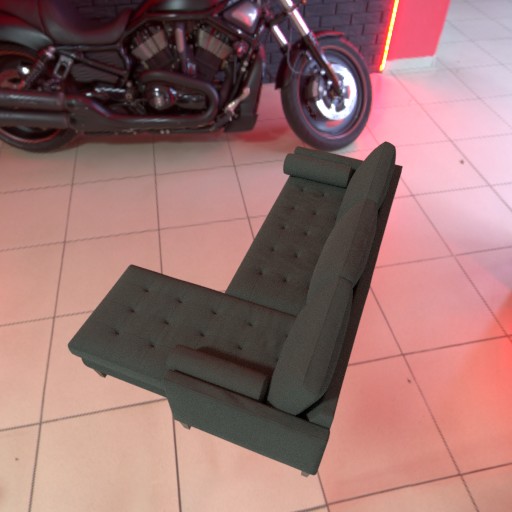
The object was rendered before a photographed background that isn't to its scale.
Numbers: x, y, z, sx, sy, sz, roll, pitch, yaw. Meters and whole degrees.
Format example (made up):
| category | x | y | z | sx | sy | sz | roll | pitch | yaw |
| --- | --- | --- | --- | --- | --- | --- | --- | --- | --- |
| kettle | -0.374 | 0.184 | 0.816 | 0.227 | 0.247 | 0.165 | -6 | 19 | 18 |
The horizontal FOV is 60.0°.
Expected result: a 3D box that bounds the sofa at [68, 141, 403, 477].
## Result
| category | x | y | z | sx | sy | sz | roll | pitch | yaw |
| --- | --- | --- | --- | --- | --- | --- | --- | --- | --- |
| sofa | 0.000 | 0.000 | 2.923 | 1.506 | 0.876 | 2.178 | 16 | 49 | 14 |
